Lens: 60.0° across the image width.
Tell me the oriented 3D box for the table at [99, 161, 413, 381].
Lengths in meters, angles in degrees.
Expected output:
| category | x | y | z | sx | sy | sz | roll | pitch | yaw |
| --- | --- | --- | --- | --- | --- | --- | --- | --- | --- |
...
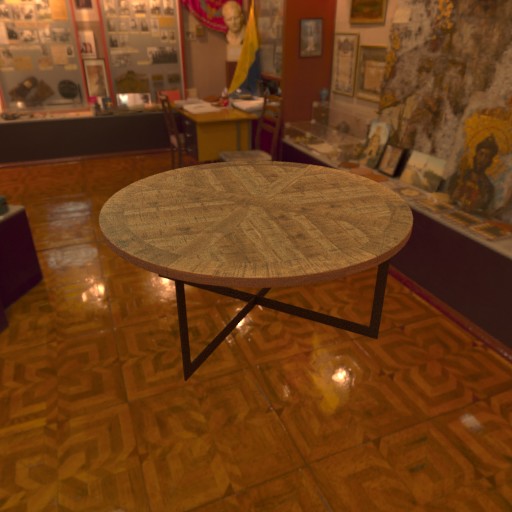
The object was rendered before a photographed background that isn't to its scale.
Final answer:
| category | x | y | z | sx | sy | sz | roll | pitch | yaw |
| --- | --- | --- | --- | --- | --- | --- | --- | --- | --- |
| table | 0.000 | 0.000 | 1.985 | 1.264 | 0.516 | 1.264 | 0 | 28 | 0 |
